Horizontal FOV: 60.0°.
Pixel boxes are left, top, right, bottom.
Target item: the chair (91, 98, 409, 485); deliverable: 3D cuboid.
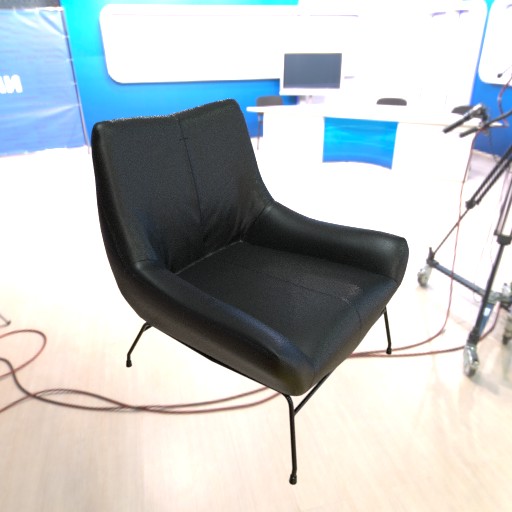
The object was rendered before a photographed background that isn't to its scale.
[{"bbox_3d":[0.000,0.000,1.538,0.826,0.922,0.836,19,32,32],"label":"chair"}]
